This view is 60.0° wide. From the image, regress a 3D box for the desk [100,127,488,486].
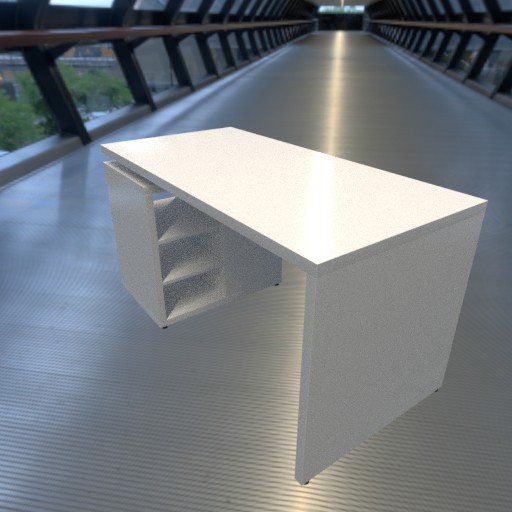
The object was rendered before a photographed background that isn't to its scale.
[{"bbox_3d":[0.000,0.000,1.810,0.690,0.740,1.400,-18,32,-32],"label":"desk"}]
